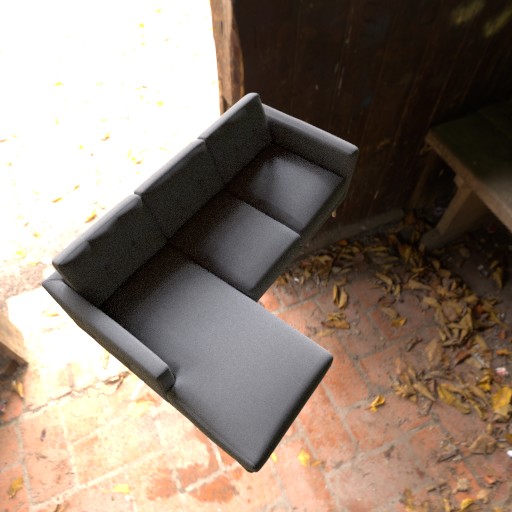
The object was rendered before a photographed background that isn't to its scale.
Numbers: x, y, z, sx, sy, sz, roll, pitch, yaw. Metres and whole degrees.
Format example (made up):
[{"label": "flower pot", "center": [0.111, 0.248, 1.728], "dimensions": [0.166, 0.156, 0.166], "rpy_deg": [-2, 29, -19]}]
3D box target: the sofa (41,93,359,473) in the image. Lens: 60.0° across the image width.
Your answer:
[{"label": "sofa", "center": [0.000, 0.000, 2.846], "dimensions": [1.530, 0.860, 2.040], "rpy_deg": [32, 63, 19]}]
